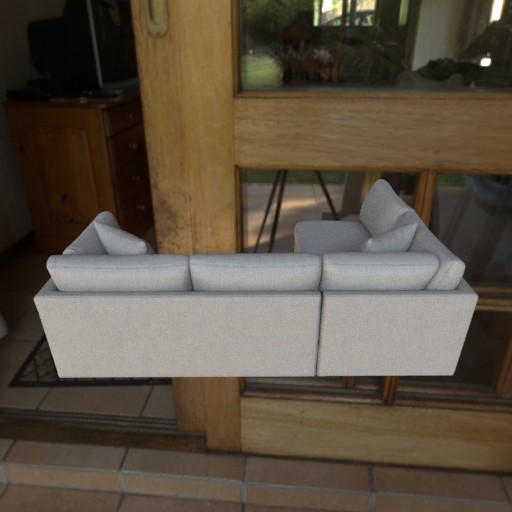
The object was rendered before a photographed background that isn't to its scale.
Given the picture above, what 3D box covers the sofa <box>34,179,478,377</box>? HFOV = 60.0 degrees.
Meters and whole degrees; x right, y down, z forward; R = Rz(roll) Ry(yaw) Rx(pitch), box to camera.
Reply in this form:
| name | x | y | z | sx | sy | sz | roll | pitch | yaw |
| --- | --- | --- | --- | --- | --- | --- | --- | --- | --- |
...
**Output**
| name | x | y | z | sx | sy | sz | roll | pitch | yaw |
| --- | --- | --- | --- | --- | --- | --- | --- | --- | --- |
| sofa | 0.000 | 0.000 | 3.843 | 2.896 | 0.978 | 1.994 | 0 | 26 | 0 |
